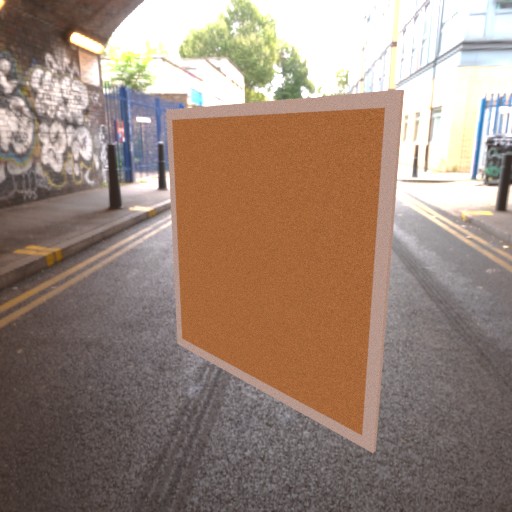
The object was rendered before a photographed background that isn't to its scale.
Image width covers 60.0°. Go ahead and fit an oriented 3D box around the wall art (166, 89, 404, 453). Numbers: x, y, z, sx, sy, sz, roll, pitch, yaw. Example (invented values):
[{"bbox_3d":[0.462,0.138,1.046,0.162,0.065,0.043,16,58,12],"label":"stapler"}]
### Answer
[{"bbox_3d":[0.000,0.000,1.236,0.013,0.813,0.812,-14,20,-42],"label":"wall art"}]
